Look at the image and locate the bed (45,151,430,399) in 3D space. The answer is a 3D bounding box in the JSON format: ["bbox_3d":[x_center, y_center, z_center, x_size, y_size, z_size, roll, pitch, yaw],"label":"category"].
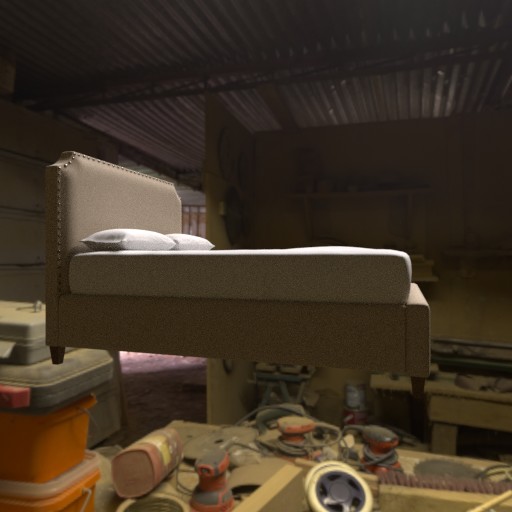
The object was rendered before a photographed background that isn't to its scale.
[{"bbox_3d":[0.000,0.000,3.311,2.329,1.415,1.703,0,0,18],"label":"bed"}]
